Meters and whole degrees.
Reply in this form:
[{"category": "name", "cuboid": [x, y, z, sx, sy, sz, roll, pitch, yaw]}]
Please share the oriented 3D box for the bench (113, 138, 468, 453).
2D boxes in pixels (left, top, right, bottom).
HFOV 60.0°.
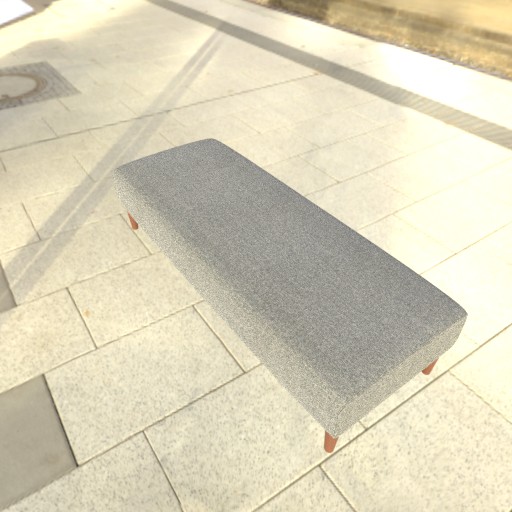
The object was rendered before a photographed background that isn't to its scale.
[{"category": "bench", "cuboid": [0.000, 0.000, 1.915, 0.631, 0.384, 1.598, -26, 47, -27]}]
